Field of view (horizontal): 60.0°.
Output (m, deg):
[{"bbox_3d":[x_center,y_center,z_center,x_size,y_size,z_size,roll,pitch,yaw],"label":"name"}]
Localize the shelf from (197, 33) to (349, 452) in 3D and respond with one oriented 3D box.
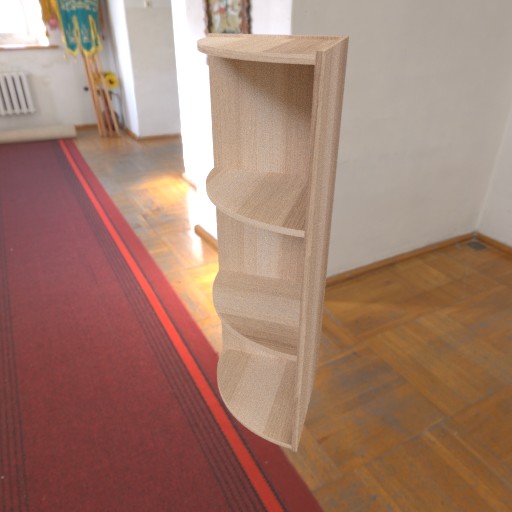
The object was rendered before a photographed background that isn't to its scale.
[{"bbox_3d":[0.000,0.000,0.994,0.290,0.872,0.290,9,31,14],"label":"shelf"}]
